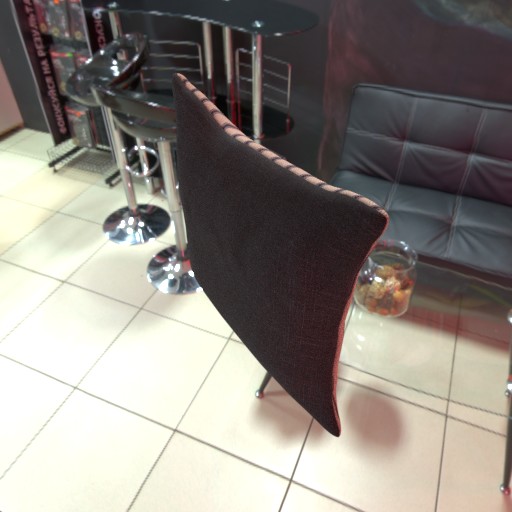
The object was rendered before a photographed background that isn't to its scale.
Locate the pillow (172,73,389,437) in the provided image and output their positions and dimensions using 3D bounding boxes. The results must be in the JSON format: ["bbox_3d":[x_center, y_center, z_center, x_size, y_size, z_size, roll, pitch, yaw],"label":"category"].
[{"bbox_3d":[0.000,0.000,0.708,0.138,0.444,0.468,-24,47,-25],"label":"pillow"}]
